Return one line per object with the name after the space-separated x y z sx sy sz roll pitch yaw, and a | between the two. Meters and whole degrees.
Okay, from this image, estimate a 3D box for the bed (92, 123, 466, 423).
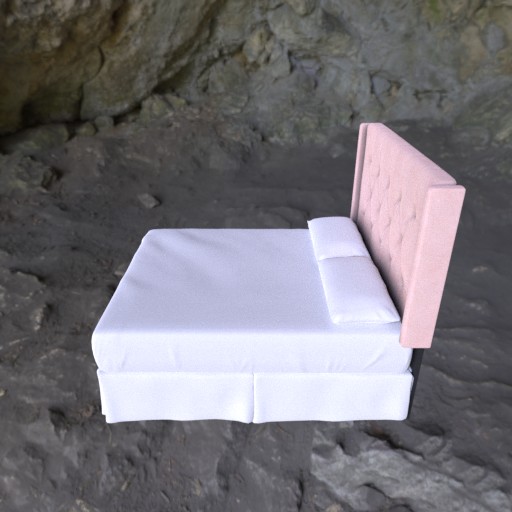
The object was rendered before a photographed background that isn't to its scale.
0.000 0.000 3.292 2.066 1.665 1.719 0 27 0 | bed
